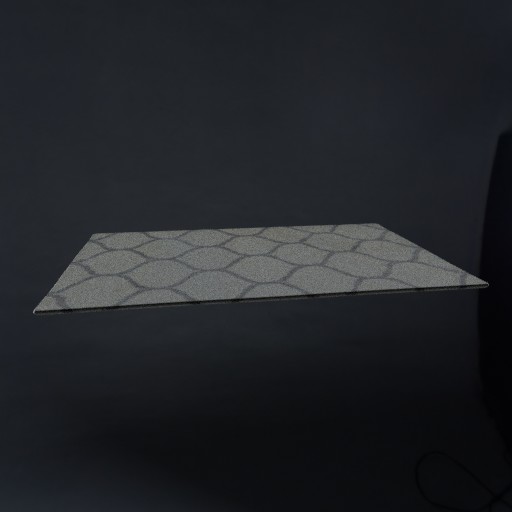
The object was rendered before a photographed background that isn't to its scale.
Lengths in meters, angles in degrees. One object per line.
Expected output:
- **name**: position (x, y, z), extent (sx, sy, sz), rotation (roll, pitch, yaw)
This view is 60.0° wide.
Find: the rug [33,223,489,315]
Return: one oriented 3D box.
- **rug**: position (0.000, 0.000, 2.950), extent (2.348, 0.024, 1.501), rotation (-3, 17, -8)
